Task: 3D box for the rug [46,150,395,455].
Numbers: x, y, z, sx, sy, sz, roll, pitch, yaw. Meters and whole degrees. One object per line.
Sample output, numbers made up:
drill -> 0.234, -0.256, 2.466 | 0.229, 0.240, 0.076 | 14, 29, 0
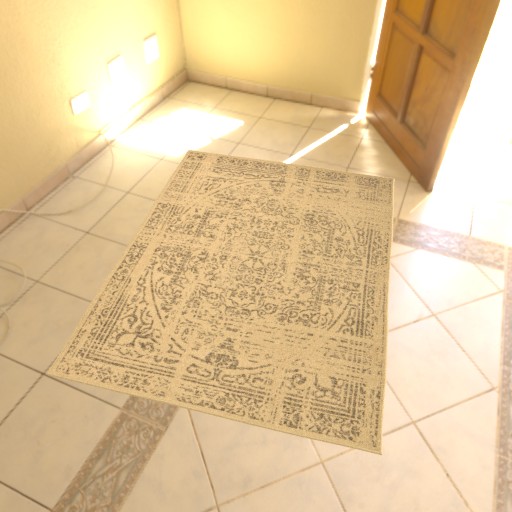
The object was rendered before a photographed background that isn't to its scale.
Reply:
rug -> 0.000, 0.000, 3.874 | 2.311, 0.032, 2.921 | 10, 47, 9
